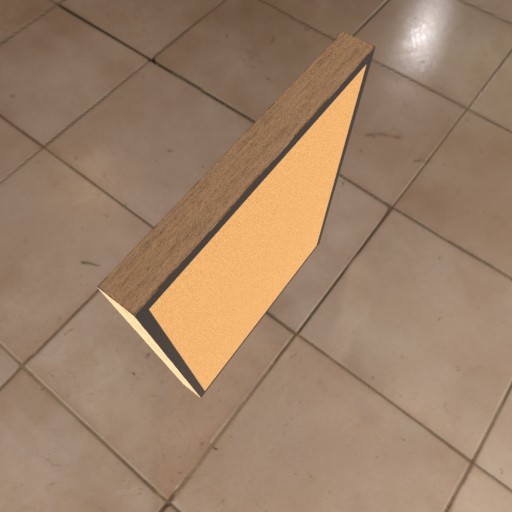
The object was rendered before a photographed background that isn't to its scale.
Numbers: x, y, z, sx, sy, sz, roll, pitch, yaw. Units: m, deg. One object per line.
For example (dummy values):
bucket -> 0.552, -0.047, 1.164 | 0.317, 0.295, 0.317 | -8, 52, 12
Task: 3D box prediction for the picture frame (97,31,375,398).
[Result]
picture frame -> 0.000, 0.000, 0.706 | 0.046, 0.526, 0.421 | 34, 69, 15
